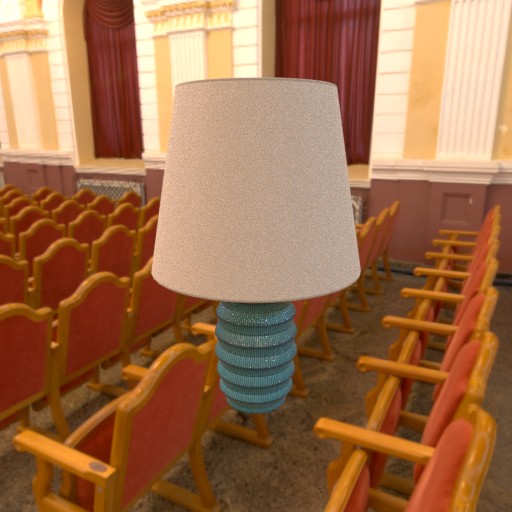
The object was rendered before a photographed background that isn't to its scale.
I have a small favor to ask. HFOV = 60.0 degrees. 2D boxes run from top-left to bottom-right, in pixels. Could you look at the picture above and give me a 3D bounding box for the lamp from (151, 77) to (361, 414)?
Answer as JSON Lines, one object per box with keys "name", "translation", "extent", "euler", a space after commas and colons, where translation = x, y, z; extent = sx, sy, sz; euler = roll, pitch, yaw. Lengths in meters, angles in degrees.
{"name": "lamp", "translation": [0.000, 0.000, 0.549], "extent": [0.254, 0.392, 0.254], "euler": [0, 15, 0]}
